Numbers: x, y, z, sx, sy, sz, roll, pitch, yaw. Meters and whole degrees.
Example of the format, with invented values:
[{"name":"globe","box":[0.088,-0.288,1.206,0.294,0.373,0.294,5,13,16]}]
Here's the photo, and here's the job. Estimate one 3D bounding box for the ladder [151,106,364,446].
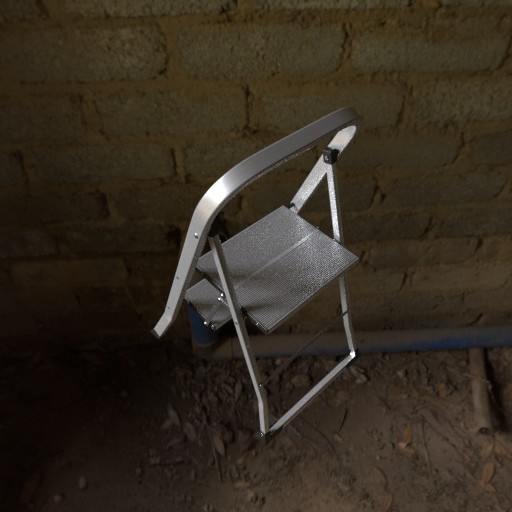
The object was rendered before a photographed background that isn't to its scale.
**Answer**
[{"name":"ladder","box":[0.000,0.000,1.140,0.465,0.830,0.530,-34,56,-27]}]
